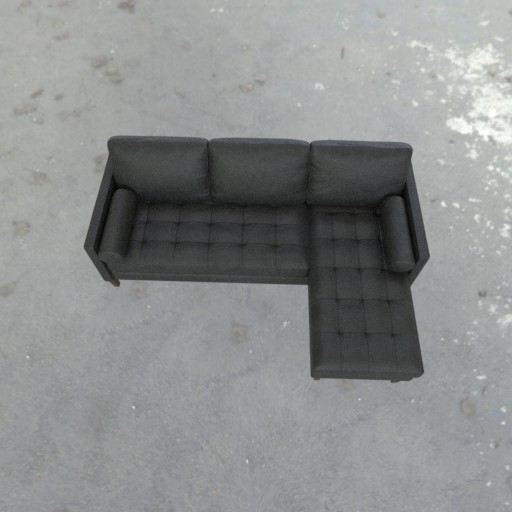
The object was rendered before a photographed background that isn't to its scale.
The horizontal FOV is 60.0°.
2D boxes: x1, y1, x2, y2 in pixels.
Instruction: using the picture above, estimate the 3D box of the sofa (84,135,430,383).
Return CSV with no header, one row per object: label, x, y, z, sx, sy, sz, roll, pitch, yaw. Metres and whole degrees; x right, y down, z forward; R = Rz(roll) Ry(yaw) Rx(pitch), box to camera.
sofa,0.000,0.000,2.935,2.178,0.876,1.497,2,59,1
